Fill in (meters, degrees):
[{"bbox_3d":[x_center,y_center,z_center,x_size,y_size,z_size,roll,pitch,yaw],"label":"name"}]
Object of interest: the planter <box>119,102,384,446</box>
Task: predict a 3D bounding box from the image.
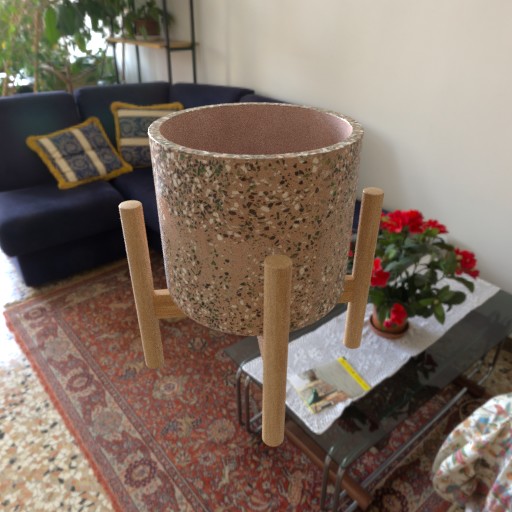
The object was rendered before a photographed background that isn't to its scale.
[{"bbox_3d":[0.000,0.000,0.547,0.284,0.320,0.284,8,32,12],"label":"planter"}]
